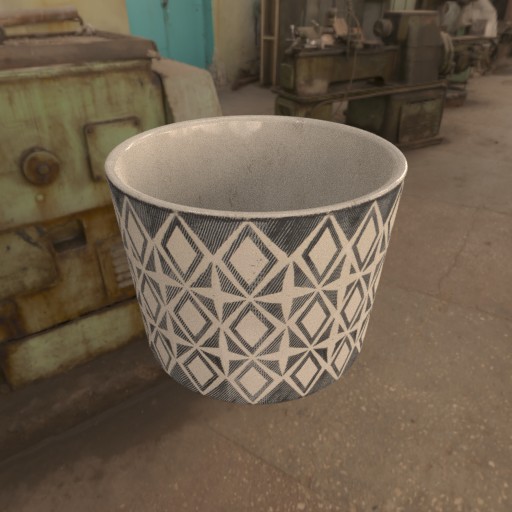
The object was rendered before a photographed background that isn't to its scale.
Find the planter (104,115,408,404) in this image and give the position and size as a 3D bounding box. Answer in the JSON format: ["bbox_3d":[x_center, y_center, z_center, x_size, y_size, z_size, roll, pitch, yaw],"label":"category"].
[{"bbox_3d":[0.000,0.000,0.452,0.260,0.220,0.260,0,31,0],"label":"planter"}]
